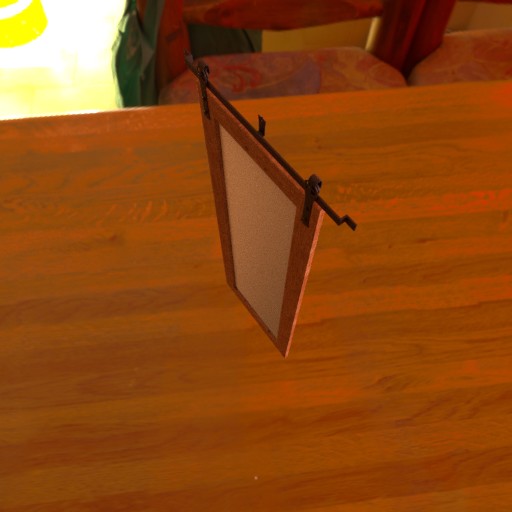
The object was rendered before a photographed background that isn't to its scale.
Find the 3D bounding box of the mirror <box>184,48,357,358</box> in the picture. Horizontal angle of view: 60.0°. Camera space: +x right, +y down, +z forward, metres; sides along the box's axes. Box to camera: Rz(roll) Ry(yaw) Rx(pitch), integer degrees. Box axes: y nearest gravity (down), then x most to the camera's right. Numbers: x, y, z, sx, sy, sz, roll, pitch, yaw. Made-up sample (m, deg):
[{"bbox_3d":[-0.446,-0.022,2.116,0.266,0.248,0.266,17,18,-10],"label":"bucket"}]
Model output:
[{"bbox_3d":[0.000,0.000,2.066,0.042,1.793,0.847,-33,68,-15],"label":"mirror"}]
